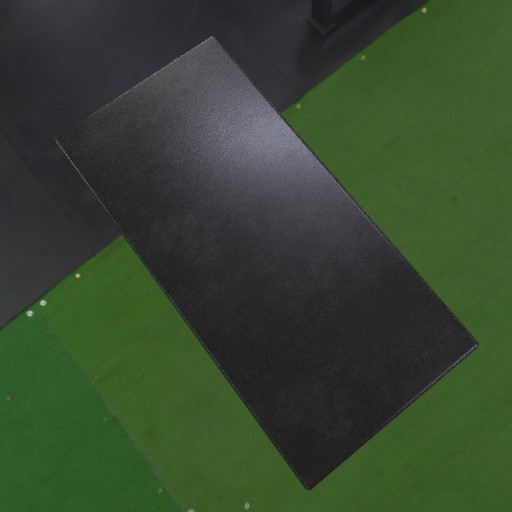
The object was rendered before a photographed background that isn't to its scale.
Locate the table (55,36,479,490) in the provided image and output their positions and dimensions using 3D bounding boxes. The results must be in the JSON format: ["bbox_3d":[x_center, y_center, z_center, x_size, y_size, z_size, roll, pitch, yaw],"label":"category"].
[{"bbox_3d":[0.000,0.000,1.444,0.580,0.487,1.171,-37,80,-8],"label":"table"}]
